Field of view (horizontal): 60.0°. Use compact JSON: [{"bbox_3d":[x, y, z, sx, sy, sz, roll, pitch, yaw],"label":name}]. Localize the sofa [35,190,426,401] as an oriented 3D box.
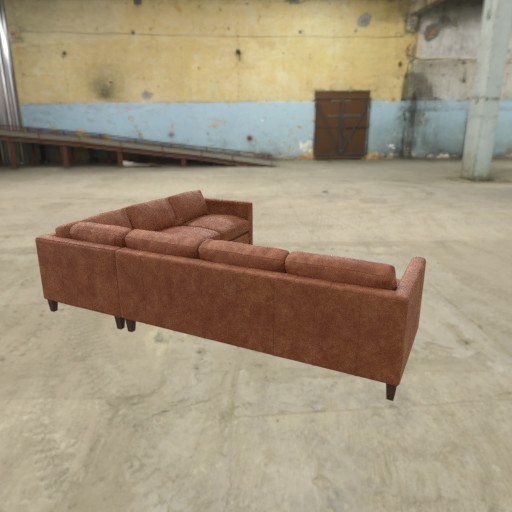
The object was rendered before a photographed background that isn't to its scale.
[{"bbox_3d":[0.000,0.000,4.316,3.167,0.838,2.438,8,19,25],"label":"sofa"}]
